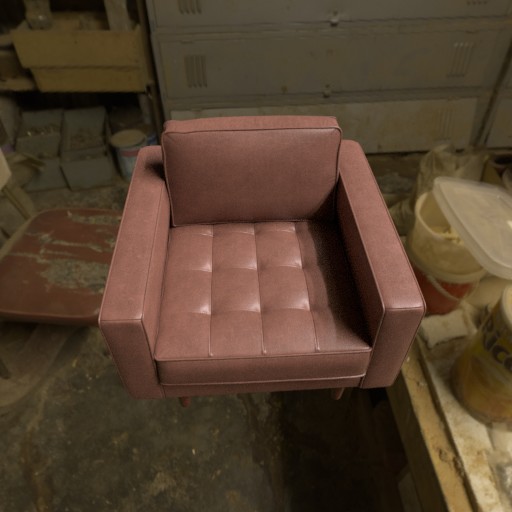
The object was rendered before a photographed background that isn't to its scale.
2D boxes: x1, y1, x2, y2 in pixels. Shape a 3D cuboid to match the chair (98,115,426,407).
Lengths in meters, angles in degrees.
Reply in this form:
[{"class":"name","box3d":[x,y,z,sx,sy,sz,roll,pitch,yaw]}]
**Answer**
[{"class":"chair","box3d":[0.000,0.000,1.594,0.920,0.770,0.900,-2,46,-2]}]
